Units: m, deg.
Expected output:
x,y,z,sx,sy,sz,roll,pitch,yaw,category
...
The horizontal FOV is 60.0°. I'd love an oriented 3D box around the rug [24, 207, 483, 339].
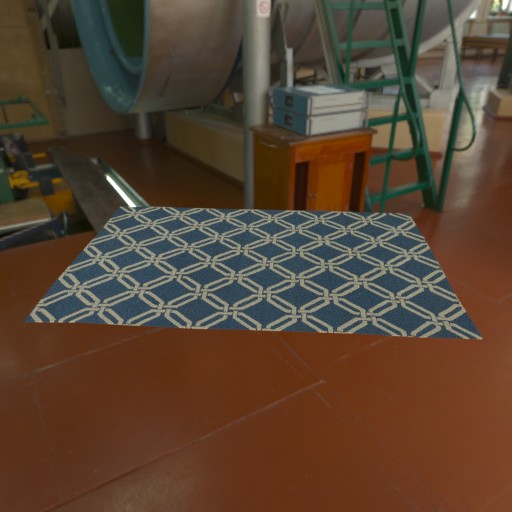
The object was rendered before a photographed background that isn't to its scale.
x,y,z,sx,sy,sz,roll,pitch,yaw,category
0.000,0.000,2.173,1.755,0.010,1.153,2,29,3,rug
